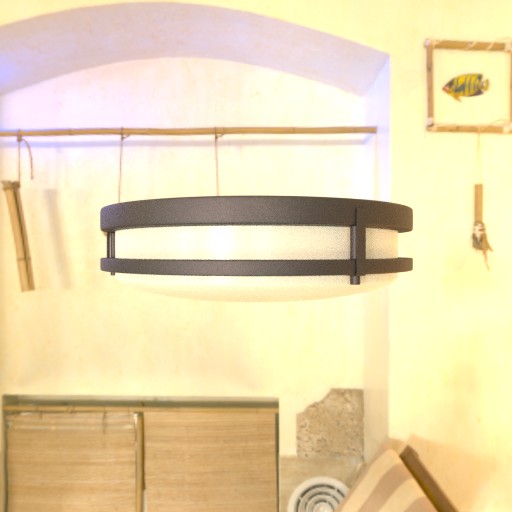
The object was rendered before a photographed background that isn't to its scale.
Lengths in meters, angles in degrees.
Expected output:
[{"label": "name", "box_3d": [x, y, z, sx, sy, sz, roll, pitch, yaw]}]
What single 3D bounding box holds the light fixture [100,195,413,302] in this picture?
[{"label": "light fixture", "box_3d": [0.000, 0.000, 0.533, 0.356, 0.102, 0.356, 0, 1, 0]}]
